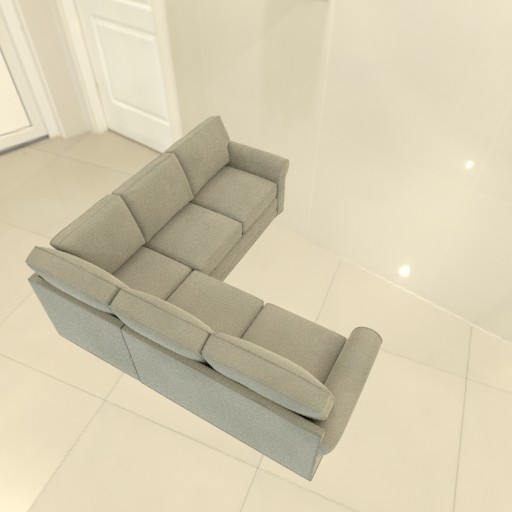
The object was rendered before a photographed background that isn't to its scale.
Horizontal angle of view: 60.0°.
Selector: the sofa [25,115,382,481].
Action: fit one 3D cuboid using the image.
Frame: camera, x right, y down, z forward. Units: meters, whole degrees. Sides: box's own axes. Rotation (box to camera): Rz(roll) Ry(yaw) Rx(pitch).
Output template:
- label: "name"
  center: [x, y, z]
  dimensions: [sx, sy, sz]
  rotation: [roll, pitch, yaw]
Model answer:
- label: "sofa"
  center: [0.000, 0.000, 3.846]
  dimensions: [2.487, 1.053, 2.562]
  rotation: [22, 50, 20]
